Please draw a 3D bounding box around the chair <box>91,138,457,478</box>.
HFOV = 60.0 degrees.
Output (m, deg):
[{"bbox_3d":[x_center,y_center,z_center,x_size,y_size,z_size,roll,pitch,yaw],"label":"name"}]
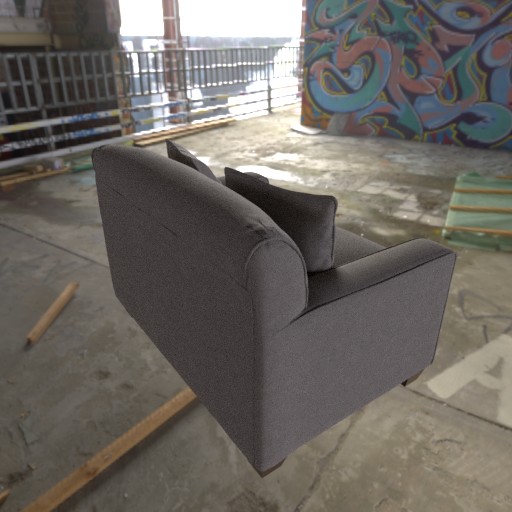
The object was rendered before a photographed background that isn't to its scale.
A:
[{"bbox_3d":[0.000,0.000,2.021,0.992,0.953,1.395,-18,31,-31],"label":"chair"}]
